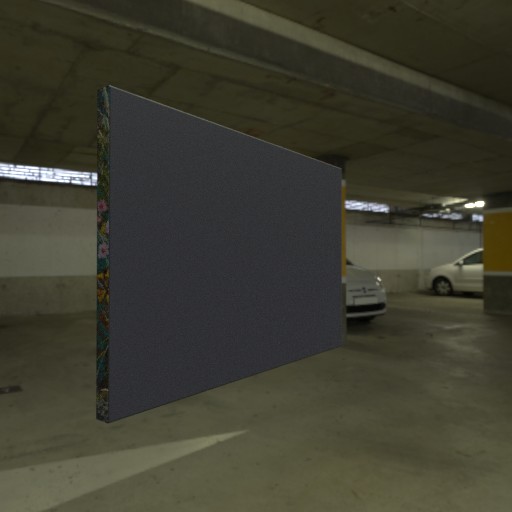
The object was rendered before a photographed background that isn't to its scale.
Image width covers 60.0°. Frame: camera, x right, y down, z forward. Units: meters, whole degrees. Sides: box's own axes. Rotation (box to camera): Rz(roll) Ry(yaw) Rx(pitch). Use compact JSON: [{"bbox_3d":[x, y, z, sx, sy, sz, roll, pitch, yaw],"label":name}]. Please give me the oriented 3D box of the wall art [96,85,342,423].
[{"bbox_3d":[0.000,0.000,1.161,0.037,0.604,0.908,0,-1,38],"label":"wall art"}]
